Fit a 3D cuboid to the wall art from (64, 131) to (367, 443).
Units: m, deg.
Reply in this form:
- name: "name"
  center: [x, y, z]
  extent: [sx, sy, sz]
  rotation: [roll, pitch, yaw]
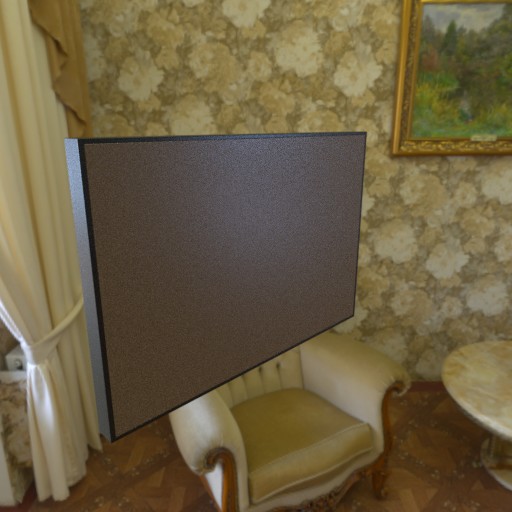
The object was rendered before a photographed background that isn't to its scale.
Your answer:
- name: "wall art"
  center: [0.000, 0.000, 1.205]
  extent: [0.939, 0.640, 0.058]
  rotation: [-16, 23, -42]
